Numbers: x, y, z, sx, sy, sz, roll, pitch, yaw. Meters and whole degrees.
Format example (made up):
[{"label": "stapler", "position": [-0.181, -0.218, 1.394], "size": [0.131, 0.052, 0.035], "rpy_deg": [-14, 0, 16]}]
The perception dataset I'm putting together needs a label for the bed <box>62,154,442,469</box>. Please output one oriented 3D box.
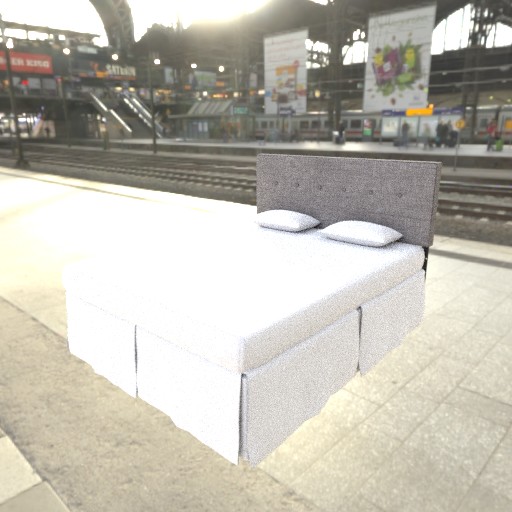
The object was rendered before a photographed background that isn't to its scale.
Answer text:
[{"label": "bed", "position": [0.000, 0.000, 2.890], "size": [1.621, 1.168, 1.958], "rpy_deg": [14, 21, 39]}]
